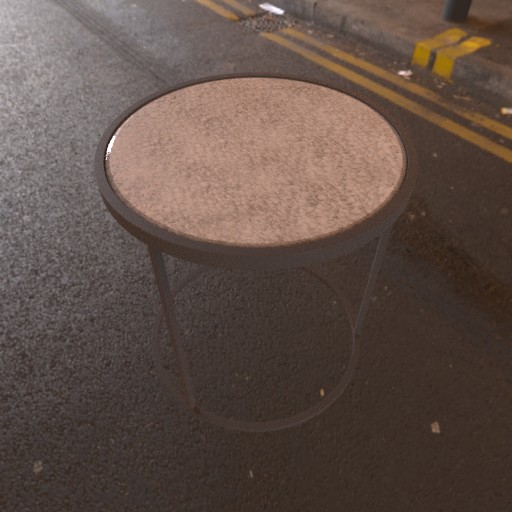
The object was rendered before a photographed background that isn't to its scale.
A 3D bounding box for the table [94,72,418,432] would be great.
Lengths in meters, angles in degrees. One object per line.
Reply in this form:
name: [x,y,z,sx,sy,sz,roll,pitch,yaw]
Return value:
table: [0.000,0.000,0.841,0.470,0.498,0.470,0,47,0]
